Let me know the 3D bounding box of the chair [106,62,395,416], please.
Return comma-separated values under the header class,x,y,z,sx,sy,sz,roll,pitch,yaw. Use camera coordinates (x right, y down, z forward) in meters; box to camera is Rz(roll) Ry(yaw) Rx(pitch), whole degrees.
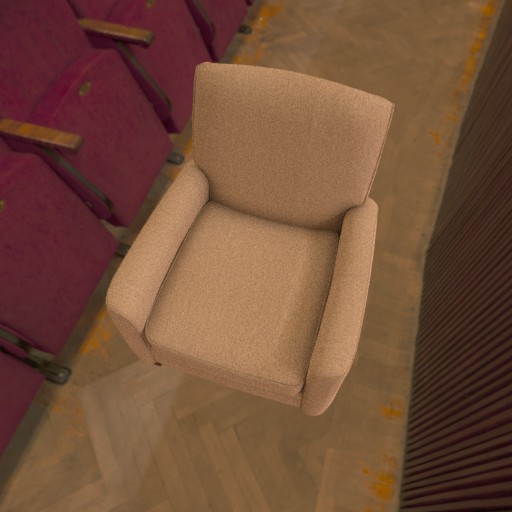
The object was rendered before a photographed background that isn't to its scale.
class,x,y,z,sx,sy,sz,roll,pitch,yaw
chair,0.000,0.000,1.653,0.848,1.014,0.864,15,59,9
